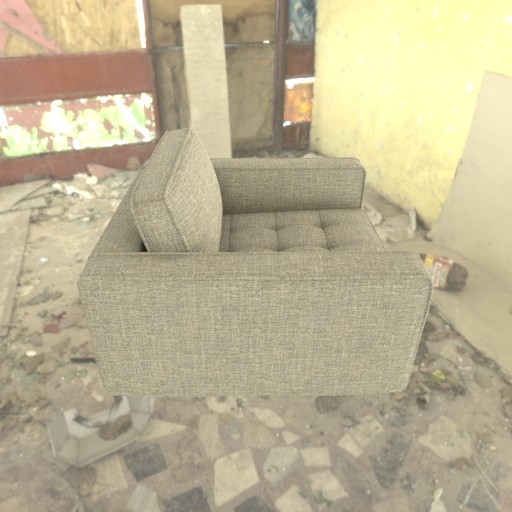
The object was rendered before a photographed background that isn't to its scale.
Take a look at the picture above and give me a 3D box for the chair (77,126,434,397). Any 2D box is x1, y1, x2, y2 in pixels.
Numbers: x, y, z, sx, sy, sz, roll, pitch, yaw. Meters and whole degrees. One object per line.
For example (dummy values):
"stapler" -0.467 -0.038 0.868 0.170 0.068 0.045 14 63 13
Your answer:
"chair" 0.000 0.000 1.562 0.914 0.765 0.889 0 32 -1
